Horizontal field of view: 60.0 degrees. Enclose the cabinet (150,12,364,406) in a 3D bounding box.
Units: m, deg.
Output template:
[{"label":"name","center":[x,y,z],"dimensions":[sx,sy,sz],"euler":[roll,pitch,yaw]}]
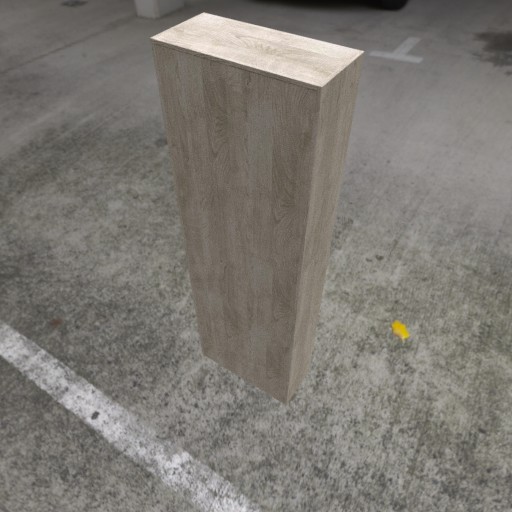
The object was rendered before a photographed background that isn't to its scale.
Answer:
[{"label":"cabinet","center":[0.000,0.000,1.760],"dimensions":[0.520,1.630,0.250],"euler":[25,52,22]}]
